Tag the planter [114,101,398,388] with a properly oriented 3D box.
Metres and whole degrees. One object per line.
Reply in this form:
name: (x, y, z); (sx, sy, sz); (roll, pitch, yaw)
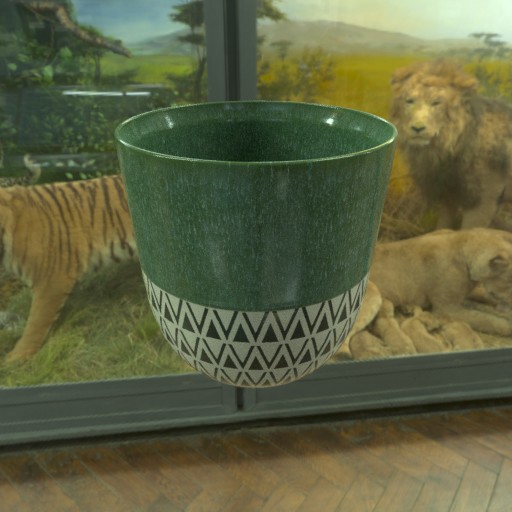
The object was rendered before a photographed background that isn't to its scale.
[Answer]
planter: (0.000, 0.000, 0.366); (0.195, 0.214, 0.195); (0, 28, 0)
